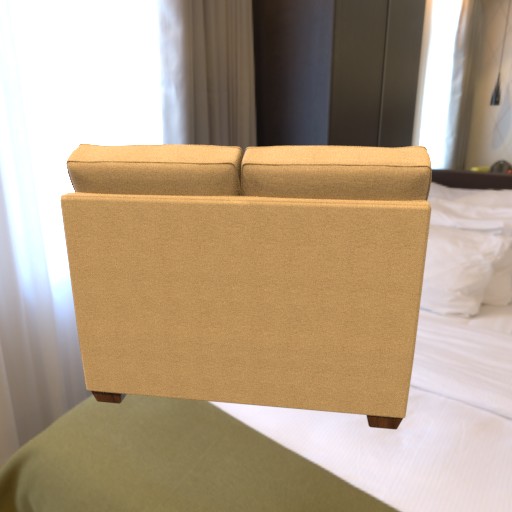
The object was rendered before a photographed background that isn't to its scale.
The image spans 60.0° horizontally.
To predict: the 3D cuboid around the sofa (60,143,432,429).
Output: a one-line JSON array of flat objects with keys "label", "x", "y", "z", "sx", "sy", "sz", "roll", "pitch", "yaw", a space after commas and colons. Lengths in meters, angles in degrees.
[{"label": "sofa", "x": 0.000, "y": 0.000, "z": 1.981, "sx": 1.232, "sy": 1.006, "sz": 0.978, "roll": 2, "pitch": 17, "yaw": 8}]
